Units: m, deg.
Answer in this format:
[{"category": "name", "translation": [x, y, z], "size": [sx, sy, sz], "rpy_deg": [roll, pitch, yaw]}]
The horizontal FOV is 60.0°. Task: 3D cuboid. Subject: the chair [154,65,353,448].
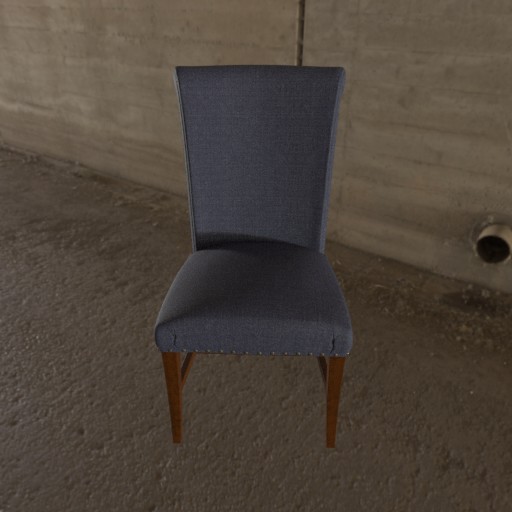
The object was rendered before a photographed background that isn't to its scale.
[{"category": "chair", "translation": [0.000, 0.000, 1.319], "size": [0.513, 0.988, 0.608], "rpy_deg": [1, 30, 2]}]
